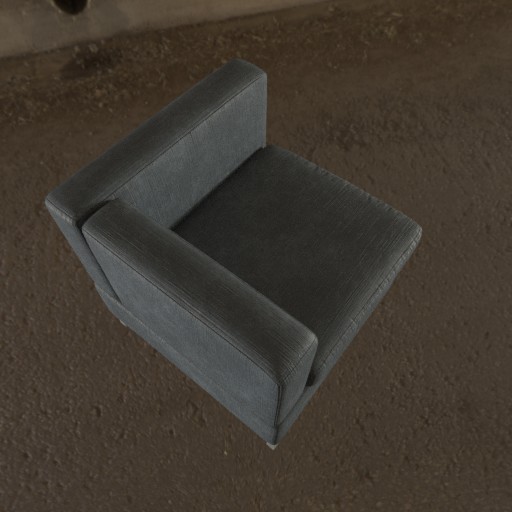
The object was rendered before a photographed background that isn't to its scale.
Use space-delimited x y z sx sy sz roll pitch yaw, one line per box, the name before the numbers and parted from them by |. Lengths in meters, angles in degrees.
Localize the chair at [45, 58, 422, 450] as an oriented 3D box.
chair | 0.000 0.000 1.234 0.680 0.660 0.680 34 64 19
